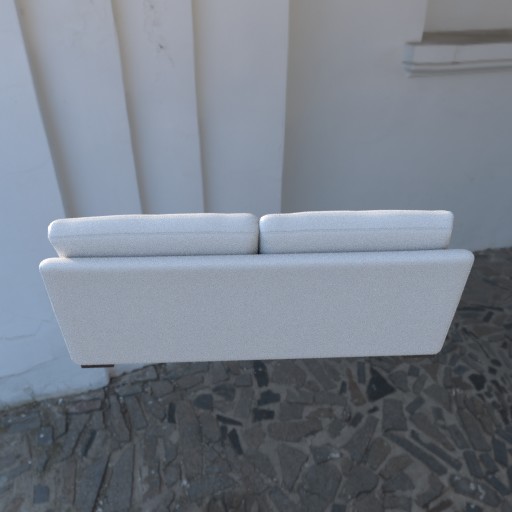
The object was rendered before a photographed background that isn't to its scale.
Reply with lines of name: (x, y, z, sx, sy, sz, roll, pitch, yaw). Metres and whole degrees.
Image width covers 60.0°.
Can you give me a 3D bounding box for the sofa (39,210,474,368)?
sofa: (0.000, 0.000, 2.823, 2.261, 0.940, 1.143, -1, 31, -2)
